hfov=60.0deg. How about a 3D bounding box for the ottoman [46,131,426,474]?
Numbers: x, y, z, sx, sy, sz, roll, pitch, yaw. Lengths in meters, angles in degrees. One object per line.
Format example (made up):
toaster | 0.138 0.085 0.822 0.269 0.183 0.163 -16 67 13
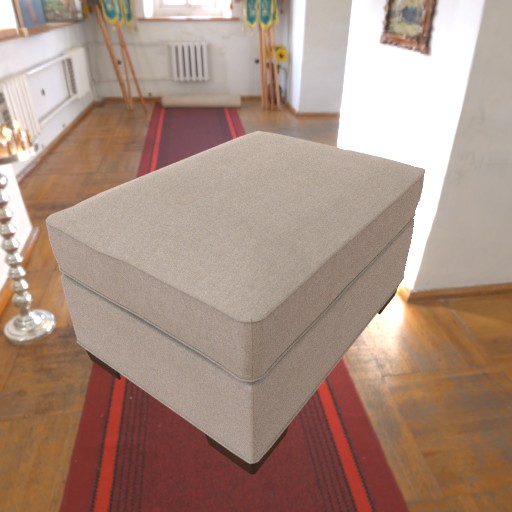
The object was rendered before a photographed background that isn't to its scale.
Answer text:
ottoman | 0.000 0.000 1.241 0.617 0.503 0.846 22 39 30
